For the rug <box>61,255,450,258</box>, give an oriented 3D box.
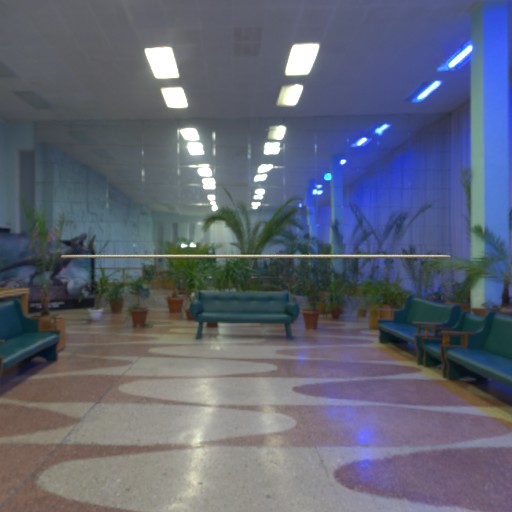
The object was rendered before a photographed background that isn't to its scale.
[{"bbox_3d":[0.000,0.000,4.288,2.462,0.018,3.039,0,0,0],"label":"rug"}]
